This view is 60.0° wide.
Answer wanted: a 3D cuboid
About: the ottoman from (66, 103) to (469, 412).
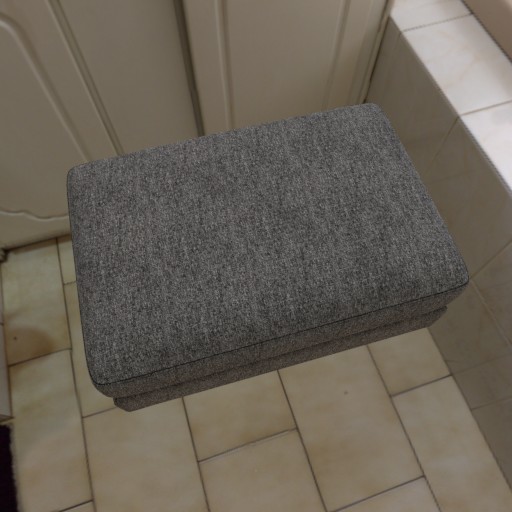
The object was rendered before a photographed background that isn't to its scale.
[{"bbox_3d":[0.000,0.000,1.197,0.864,0.483,0.584,-14,65,-7],"label":"ottoman"}]
